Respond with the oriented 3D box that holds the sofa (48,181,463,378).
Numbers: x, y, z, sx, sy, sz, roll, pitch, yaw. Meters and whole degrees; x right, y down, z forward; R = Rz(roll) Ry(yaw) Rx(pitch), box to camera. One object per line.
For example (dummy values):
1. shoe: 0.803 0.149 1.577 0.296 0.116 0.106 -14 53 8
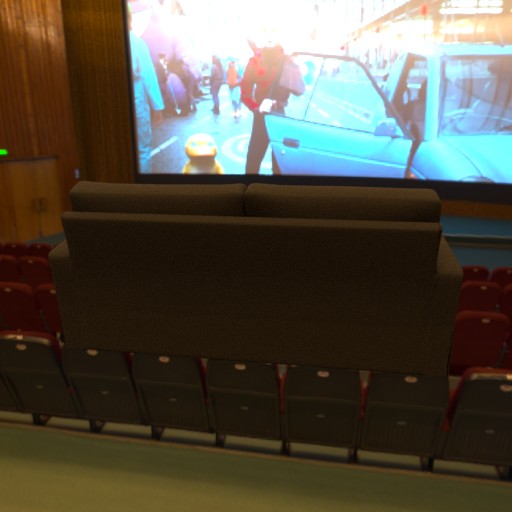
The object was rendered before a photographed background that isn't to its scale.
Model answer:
1. sofa: 0.000 0.000 2.332 1.852 0.839 0.898 2 17 8
